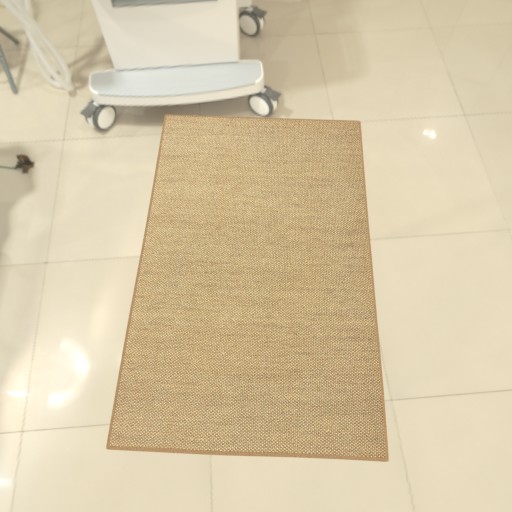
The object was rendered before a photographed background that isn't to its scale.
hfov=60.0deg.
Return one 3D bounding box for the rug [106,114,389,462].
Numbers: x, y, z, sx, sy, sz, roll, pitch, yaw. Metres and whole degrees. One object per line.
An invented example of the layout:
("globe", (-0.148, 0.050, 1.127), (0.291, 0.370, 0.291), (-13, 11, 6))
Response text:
("rug", (0.000, 0.000, 2.021), (1.061, 0.012, 1.668), (2, 64, 1))
